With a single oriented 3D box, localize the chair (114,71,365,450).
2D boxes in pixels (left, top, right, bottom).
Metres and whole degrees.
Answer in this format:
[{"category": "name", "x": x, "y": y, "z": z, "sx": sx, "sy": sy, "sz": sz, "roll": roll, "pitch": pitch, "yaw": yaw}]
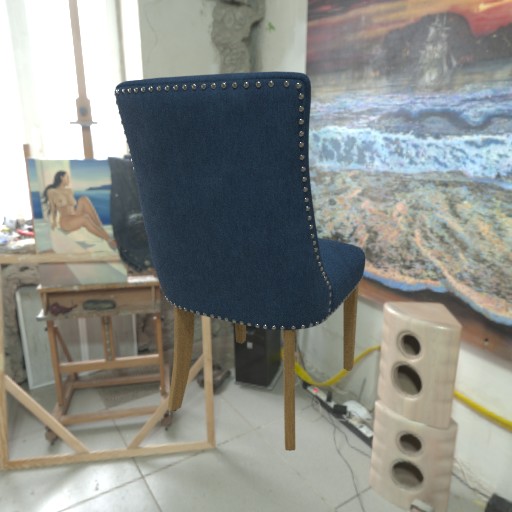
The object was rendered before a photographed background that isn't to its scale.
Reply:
[{"category": "chair", "x": 0.000, "y": 0.000, "z": 1.252, "sx": 0.495, "sy": 0.902, "sz": 0.610, "roll": 8, "pitch": 18, "yaw": 27}]
